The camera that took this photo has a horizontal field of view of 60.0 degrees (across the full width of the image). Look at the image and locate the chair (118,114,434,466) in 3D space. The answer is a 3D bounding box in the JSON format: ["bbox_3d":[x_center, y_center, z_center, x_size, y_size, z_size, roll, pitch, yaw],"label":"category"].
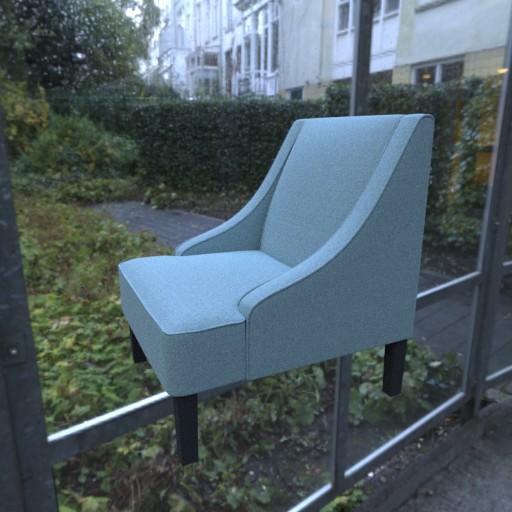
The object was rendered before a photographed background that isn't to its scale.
[{"bbox_3d":[0.000,0.000,1.870,1.025,1.133,0.857,-8,17,-25],"label":"chair"}]
